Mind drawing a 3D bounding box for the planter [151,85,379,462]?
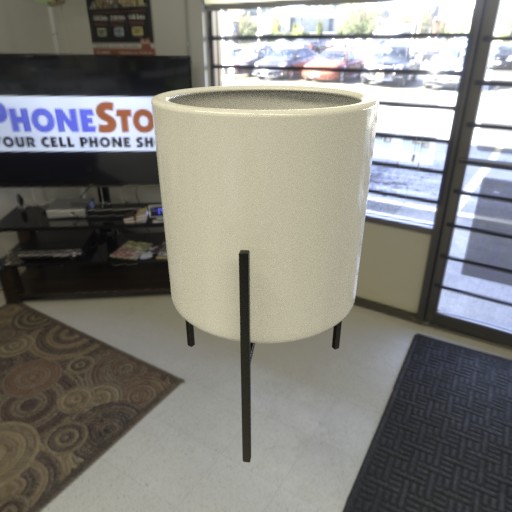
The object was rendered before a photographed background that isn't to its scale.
[{"bbox_3d":[0.000,0.000,0.516,0.239,0.356,0.239,17,31,31],"label":"planter"}]
